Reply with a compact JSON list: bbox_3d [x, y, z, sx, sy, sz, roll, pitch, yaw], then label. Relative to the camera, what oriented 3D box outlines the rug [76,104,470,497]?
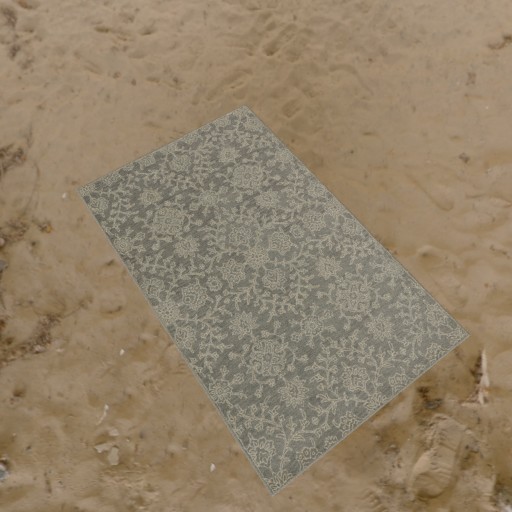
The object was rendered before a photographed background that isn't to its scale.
[{"bbox_3d":[0.000,0.000,2.992,1.515,0.010,2.430,-32,66,-16],"label":"rug"}]
